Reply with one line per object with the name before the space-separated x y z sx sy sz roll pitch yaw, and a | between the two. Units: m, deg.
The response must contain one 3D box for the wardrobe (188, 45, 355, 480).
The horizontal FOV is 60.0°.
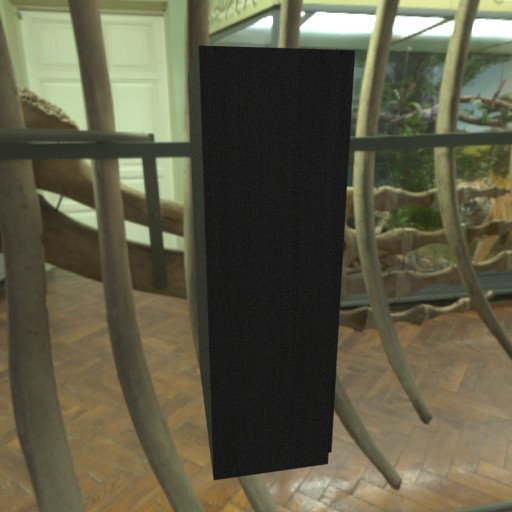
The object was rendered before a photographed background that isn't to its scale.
wardrobe | 0.000 0.000 2.270 0.577 1.808 0.991 -3 17 -10
